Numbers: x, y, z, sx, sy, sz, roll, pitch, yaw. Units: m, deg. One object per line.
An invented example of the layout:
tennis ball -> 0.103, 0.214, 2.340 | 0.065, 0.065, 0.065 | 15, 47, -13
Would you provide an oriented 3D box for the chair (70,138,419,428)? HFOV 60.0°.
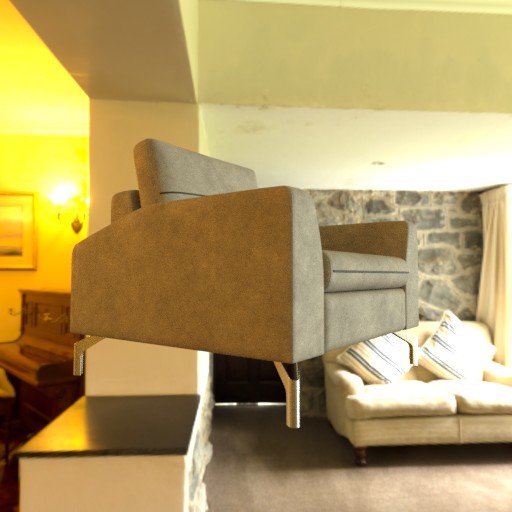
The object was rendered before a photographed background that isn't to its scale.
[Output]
chair -> 0.000, 0.000, 1.576 | 0.900, 0.800, 0.900 | -2, -3, 37
